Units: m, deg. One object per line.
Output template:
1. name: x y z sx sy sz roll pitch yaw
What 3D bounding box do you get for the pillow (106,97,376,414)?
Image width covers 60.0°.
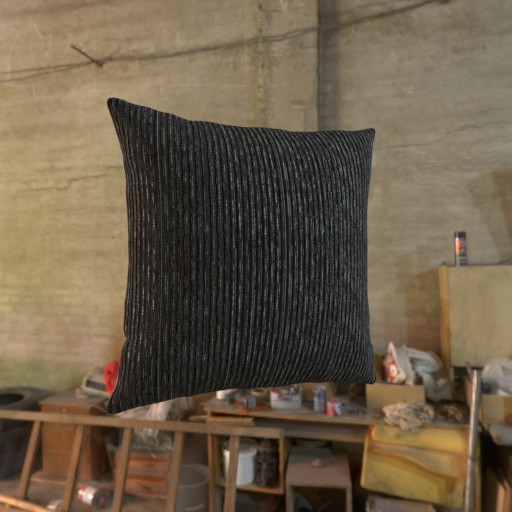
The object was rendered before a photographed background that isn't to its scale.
1. pillow: 0.000 0.000 0.676 0.433 0.434 0.196 0 0 -20
